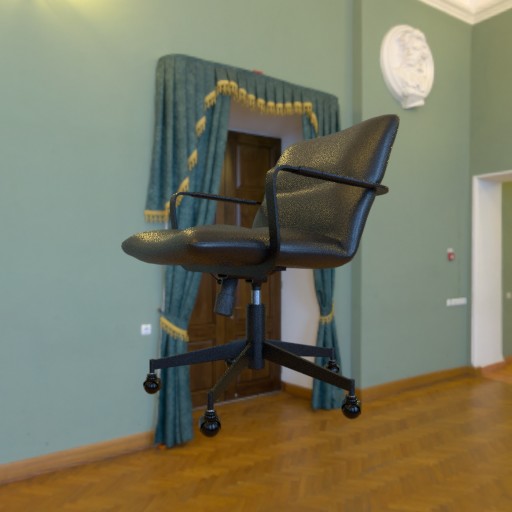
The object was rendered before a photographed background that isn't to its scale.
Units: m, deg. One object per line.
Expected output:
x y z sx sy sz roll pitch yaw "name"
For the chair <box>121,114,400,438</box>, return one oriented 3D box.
0.000 0.000 1.462 0.748 0.922 0.719 0 1 -34 "chair"
